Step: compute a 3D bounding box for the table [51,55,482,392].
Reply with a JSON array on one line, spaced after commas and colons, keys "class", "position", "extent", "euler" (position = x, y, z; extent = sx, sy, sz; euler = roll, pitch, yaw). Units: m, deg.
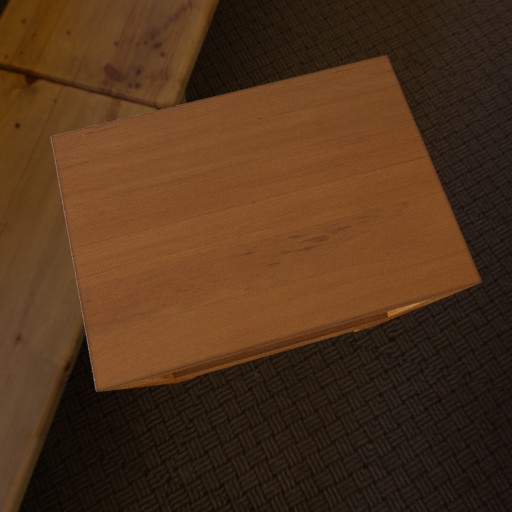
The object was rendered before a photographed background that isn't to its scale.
[{"class": "table", "position": [0.000, 0.000, 0.946], "extent": [0.550, 0.605, 0.400], "euler": [-15, 76, -4]}]
